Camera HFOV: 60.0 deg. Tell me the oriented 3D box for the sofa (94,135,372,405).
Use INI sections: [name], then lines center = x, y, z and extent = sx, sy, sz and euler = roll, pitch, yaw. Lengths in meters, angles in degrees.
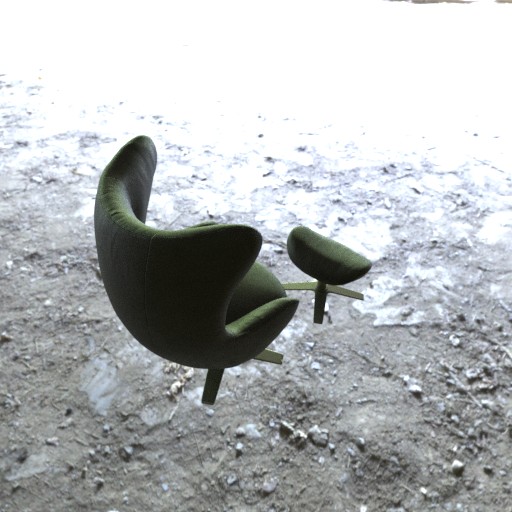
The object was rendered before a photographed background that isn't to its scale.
[sofa]
center = 0.000, 0.000, 2.187
extent = 1.444, 1.135, 0.894
euler = -24, 46, -26
